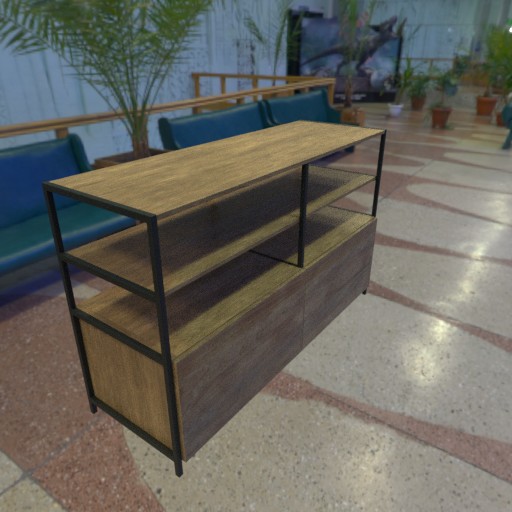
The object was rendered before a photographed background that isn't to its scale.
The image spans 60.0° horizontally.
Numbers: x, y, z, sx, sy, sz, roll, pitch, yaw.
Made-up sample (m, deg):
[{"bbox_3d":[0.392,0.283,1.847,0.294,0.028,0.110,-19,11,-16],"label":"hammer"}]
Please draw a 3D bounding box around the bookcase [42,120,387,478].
[{"bbox_3d":[0.000,0.000,1.492,0.391,0.712,1.149,18,31,32],"label":"bookcase"}]
